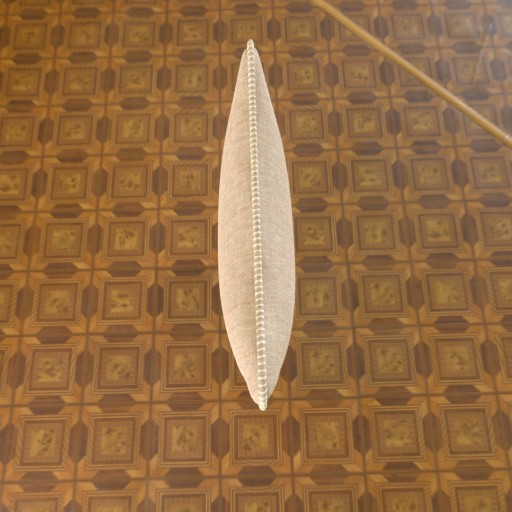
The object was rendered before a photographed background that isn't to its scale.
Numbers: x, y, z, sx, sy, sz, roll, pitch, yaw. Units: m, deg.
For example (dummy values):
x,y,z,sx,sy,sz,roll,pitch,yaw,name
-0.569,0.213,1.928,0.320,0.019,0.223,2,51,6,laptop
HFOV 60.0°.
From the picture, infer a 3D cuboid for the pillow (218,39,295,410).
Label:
x,y,z,sx,sy,sz,roll,pitch,yaw,name
0.000,0.000,0.762,0.124,0.494,0.485,-2,74,-1,pillow
